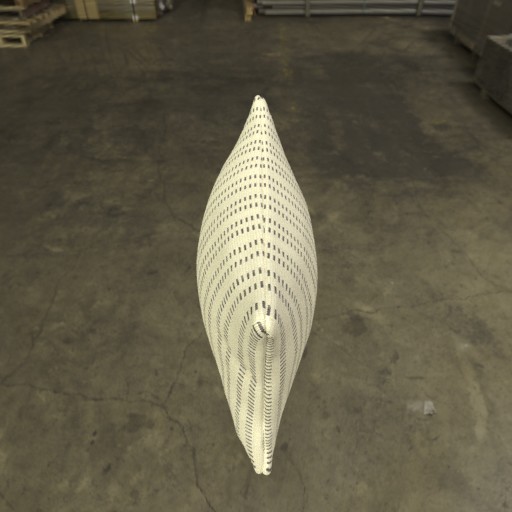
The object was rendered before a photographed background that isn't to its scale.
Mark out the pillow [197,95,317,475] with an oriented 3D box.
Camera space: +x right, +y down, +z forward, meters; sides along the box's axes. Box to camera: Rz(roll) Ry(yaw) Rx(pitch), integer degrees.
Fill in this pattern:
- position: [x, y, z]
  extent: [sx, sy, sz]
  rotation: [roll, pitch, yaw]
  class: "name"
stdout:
- position: [0.000, 0.000, 0.809]
  extent: [0.210, 0.353, 0.640]
  rotation: [0, 41, 0]
  class: "pillow"
